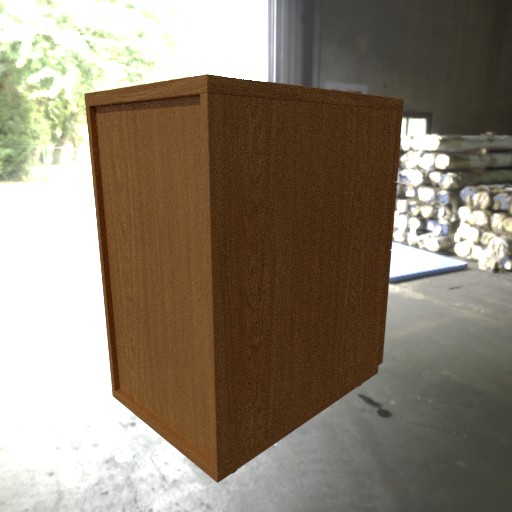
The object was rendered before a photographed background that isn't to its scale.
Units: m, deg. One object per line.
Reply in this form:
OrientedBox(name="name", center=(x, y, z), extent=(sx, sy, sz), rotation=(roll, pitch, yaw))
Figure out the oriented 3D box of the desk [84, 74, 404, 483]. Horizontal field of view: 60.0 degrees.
OrientedBox(name="desk", center=(0.000, 0.000, 1.074), extent=(0.600, 0.730, 0.404), rotation=(-14, 20, -43))
